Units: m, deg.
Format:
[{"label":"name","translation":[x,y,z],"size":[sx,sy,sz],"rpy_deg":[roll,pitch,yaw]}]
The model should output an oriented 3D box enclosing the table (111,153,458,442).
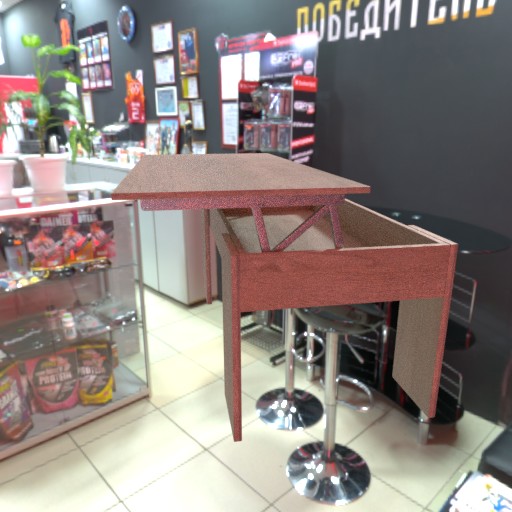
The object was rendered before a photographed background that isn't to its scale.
[{"label":"table","translation":[0.000,0.000,1.408],"size":[0.711,0.570,1.000],"rpy_deg":[-3,17,-10]}]
